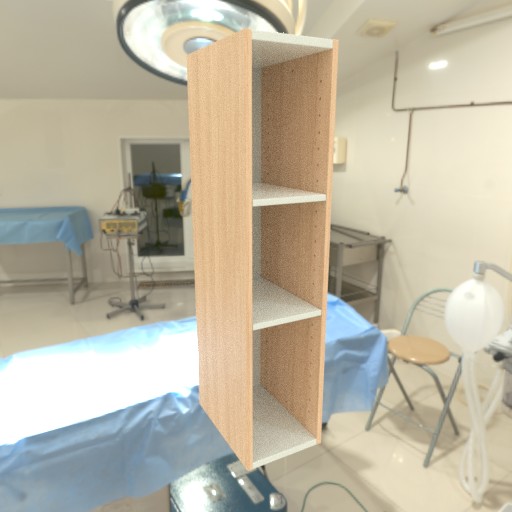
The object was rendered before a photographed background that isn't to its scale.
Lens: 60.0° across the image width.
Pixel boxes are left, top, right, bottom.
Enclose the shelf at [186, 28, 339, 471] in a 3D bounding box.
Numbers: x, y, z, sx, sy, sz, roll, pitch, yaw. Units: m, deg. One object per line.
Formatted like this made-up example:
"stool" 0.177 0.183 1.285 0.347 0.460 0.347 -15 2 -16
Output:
"shelf" 0.000 0.000 1.023 0.197 0.882 0.290 -8 17 -27
